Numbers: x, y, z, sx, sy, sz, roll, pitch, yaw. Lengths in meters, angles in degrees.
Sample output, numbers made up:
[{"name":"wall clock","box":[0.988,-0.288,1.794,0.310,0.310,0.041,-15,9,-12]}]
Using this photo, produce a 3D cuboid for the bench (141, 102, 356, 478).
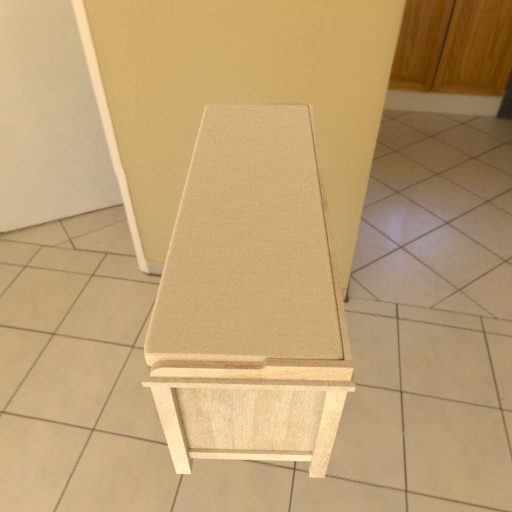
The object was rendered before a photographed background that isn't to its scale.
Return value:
[{"name":"bench","box":[0.000,0.000,1.377,0.398,0.501,1.140,1,43,1]}]
